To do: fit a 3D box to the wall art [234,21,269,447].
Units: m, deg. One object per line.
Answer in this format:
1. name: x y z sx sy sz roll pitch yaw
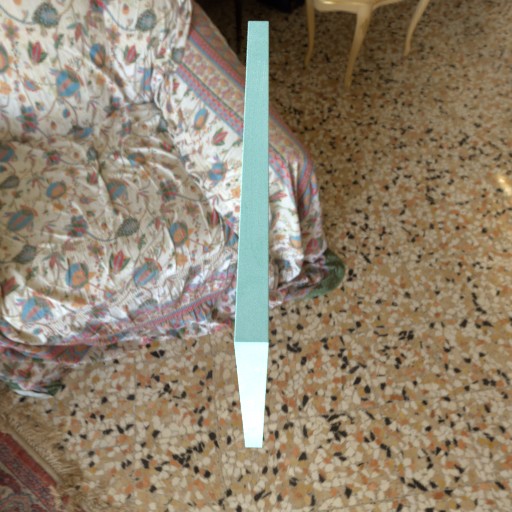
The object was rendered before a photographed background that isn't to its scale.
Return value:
1. wall art: 0.000 0.000 0.876 0.036 0.603 0.603 1 57 0
